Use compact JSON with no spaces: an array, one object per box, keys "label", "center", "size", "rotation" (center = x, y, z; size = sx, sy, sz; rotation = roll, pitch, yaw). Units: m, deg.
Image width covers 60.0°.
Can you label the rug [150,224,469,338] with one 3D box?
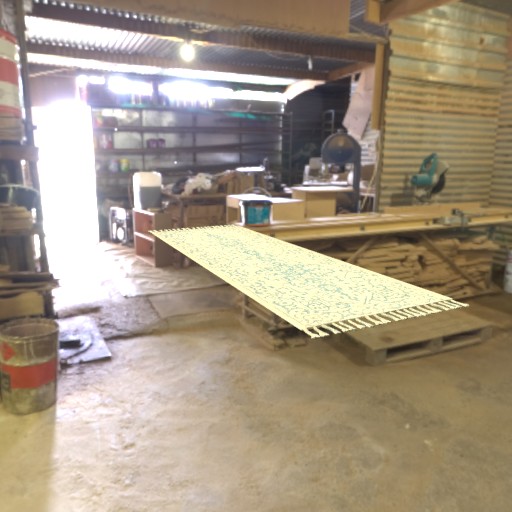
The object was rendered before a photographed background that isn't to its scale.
[{"label":"rug","center":[0.000,0.000,2.726],"size":[0.774,0.011,2.449],"rotation":[-6,14,-25]}]
